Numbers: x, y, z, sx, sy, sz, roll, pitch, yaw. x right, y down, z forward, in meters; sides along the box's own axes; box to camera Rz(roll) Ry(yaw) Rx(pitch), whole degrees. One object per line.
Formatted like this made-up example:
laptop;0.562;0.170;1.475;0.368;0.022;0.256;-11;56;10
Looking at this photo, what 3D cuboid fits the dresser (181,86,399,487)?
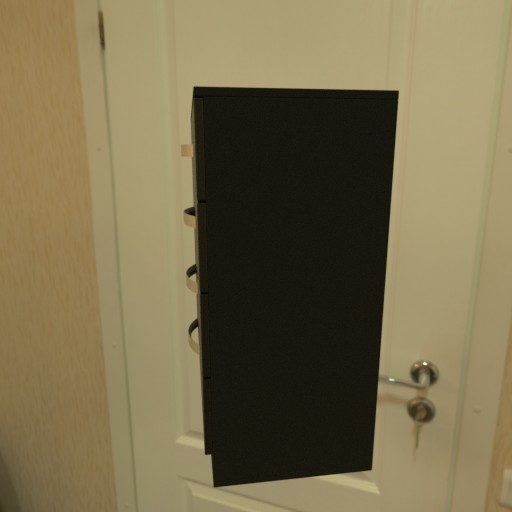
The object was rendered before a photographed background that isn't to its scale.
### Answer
dresser;0.000;0.000;1.140;0.360;0.720;0.750;-2;14;-8
